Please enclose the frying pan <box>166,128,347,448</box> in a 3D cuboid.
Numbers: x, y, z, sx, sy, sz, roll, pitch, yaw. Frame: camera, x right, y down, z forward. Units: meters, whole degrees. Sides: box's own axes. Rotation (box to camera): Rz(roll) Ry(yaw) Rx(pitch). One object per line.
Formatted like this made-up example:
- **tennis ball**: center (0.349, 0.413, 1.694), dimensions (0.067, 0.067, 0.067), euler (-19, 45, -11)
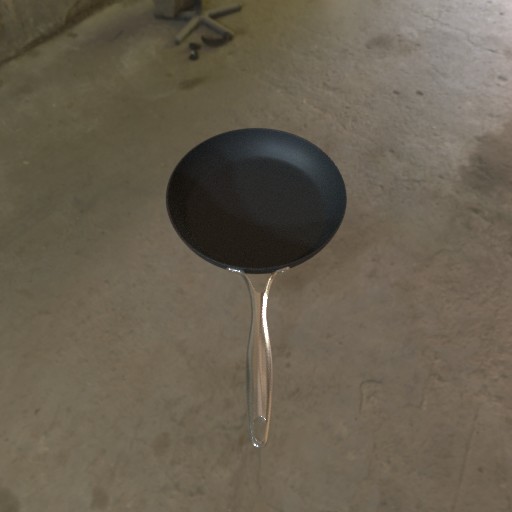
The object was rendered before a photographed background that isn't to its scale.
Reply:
- **frying pan**: center (0.000, 0.000, 0.570), dimensions (0.255, 0.105, 0.472), euler (0, 59, 0)
